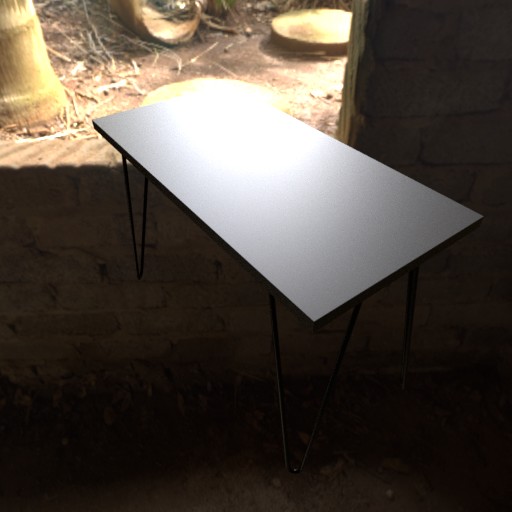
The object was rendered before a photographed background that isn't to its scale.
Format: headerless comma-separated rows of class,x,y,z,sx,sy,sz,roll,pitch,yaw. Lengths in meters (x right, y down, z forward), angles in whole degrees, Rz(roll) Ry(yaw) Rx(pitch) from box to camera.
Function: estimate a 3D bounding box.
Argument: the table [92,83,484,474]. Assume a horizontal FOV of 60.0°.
table,0.000,0.000,1.368,0.499,0.660,0.991,-26,47,-27
